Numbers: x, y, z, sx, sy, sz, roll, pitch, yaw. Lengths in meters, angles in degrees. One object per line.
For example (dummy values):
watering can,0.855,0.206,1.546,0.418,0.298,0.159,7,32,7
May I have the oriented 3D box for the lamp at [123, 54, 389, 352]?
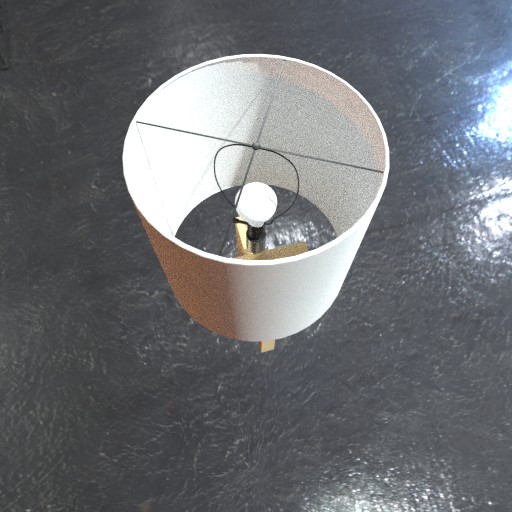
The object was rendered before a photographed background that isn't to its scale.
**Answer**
lamp,0.000,0.000,0.572,0.229,0.428,0.229,-14,64,-7
